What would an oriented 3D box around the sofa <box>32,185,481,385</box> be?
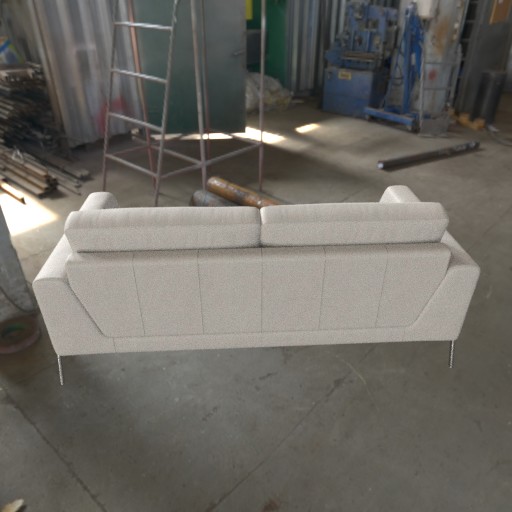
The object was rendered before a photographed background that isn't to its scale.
[{"bbox_3d":[0.000,0.000,2.439,2.017,0.875,0.953,-2,32,-3],"label":"sofa"}]
